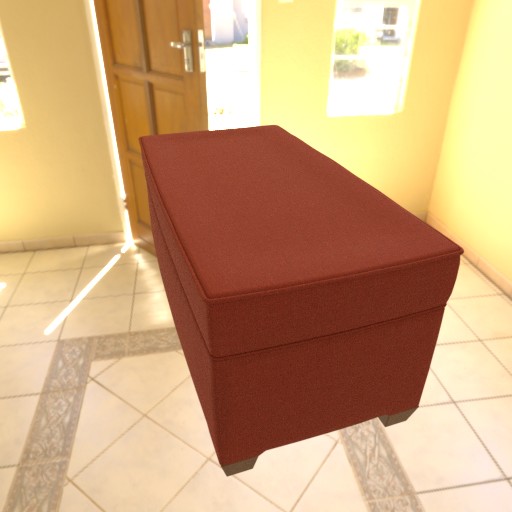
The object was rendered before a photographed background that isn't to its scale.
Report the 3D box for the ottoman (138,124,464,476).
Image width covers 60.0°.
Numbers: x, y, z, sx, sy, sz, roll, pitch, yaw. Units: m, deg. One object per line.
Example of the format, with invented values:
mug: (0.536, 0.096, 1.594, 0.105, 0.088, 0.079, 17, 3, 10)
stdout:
ottoman: (0.000, 0.000, 1.196, 0.497, 0.454, 0.948, -10, 32, -16)
